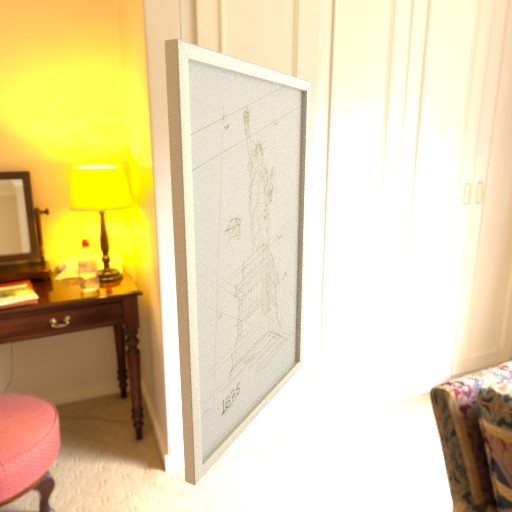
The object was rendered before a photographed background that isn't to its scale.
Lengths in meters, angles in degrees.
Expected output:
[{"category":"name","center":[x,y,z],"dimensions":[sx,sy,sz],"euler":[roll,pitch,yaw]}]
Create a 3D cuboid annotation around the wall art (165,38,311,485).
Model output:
[{"category":"wall art","center":[0.000,0.000,1.483],"dimensions":[0.038,1.183,0.808],"euler":[8,16,27]}]
